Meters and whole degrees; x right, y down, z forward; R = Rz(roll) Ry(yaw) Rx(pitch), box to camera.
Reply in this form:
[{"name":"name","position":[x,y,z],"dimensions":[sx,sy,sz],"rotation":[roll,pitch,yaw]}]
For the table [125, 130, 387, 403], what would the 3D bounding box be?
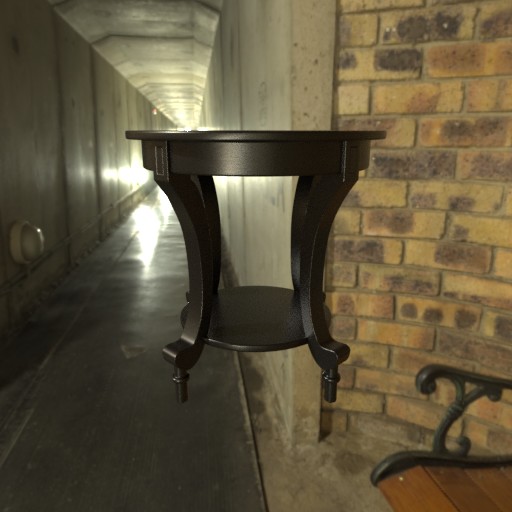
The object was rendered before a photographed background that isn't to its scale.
[{"name":"table","position":[0.000,0.000,1.134],"dimensions":[0.597,0.618,0.597],"rotation":[0,16,0]}]
